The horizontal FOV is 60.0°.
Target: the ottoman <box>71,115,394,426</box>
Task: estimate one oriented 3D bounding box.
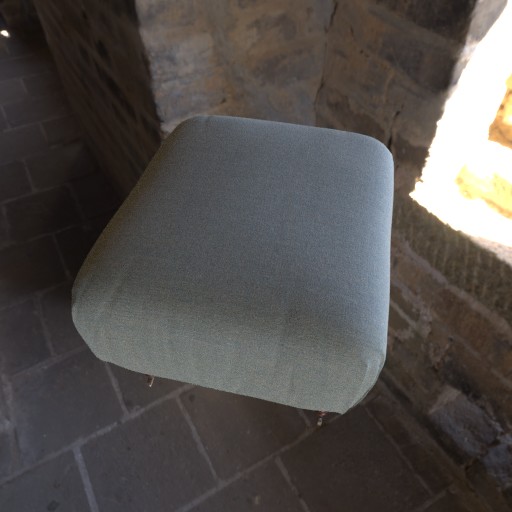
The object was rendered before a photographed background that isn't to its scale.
[{"bbox_3d":[0.000,0.000,1.133,0.622,0.450,0.747,10,48,9],"label":"ottoman"}]
